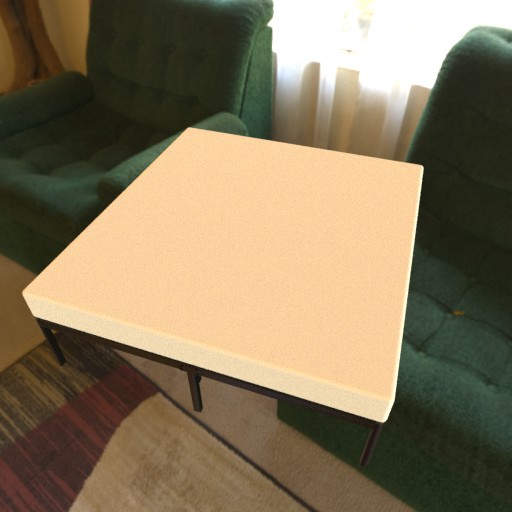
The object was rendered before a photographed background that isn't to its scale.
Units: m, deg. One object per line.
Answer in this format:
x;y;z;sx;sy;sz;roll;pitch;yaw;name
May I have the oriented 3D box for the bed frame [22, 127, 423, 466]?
0.000;0.000;3.055;1.963;0.659;2.079;13;44;14;bed frame
